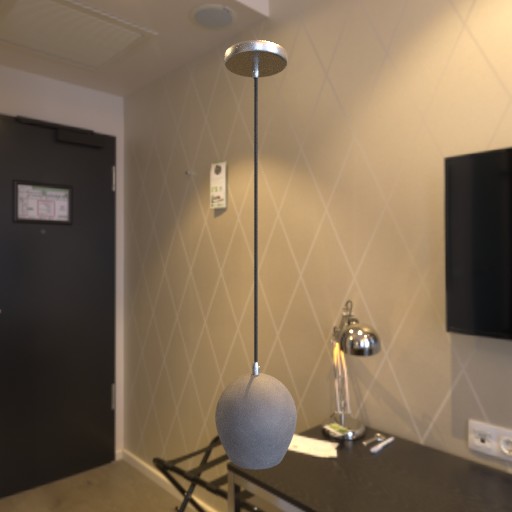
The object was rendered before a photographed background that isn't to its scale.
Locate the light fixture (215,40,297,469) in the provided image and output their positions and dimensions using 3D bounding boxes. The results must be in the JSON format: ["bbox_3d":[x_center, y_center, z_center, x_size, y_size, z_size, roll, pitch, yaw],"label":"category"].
[{"bbox_3d":[0.000,0.000,0.839,0.153,0.760,0.153,0,0,17],"label":"light fixture"}]
